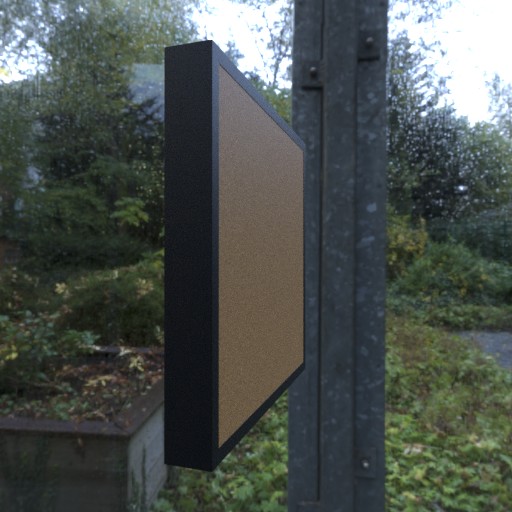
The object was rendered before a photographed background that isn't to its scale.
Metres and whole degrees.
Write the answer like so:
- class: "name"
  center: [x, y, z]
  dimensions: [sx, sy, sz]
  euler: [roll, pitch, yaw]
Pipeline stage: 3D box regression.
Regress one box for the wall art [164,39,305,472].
- class: "wall art"
  center: [0.000, 0.000, 0.461]
  dimensions: [0.038, 0.304, 0.305]
  euler: [0, 0, 19]
